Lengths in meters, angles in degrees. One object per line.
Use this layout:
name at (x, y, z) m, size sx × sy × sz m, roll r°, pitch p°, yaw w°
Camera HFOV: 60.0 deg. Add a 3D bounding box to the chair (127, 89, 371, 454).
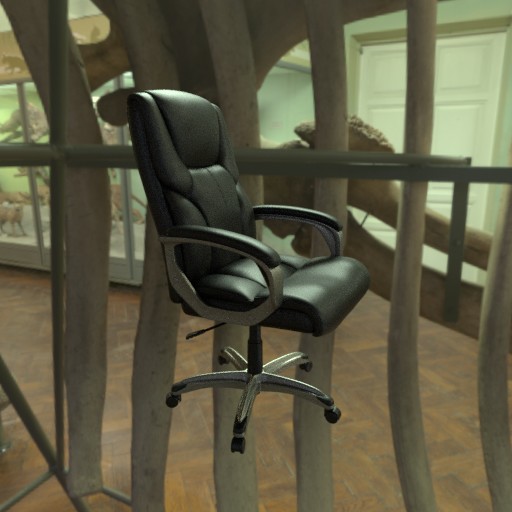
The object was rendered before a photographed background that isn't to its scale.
chair at (0.000, 0.000, 1.599) m, size 0.739 × 1.155 × 0.663 m, roll 7°, pitch 16°, yaw 26°
